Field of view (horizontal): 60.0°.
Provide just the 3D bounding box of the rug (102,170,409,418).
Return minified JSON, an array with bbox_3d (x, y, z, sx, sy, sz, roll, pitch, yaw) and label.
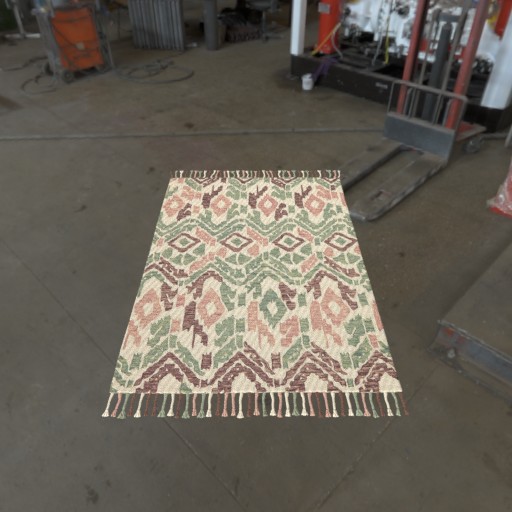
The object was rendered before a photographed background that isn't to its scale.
[{"bbox_3d":[0.000,0.000,3.060,1.524,0.011,2.438,0,39,0],"label":"rug"}]
